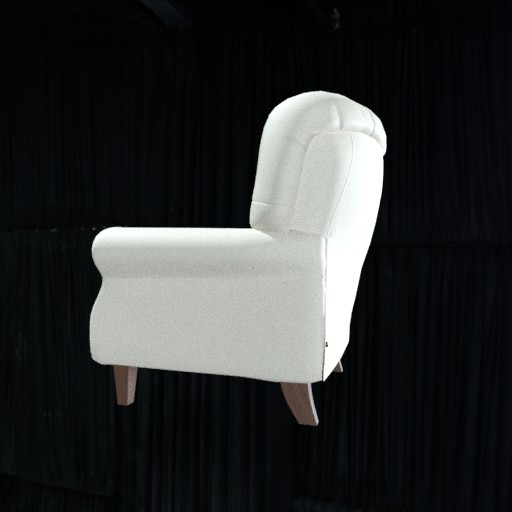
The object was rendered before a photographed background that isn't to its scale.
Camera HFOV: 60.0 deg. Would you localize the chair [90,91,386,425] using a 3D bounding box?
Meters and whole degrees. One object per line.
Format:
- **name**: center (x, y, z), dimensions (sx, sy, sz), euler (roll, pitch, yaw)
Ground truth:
- **chair**: center (0.000, 0.000, 2.003), dimensions (1.132, 1.169, 1.035), euler (0, -1, 17)
